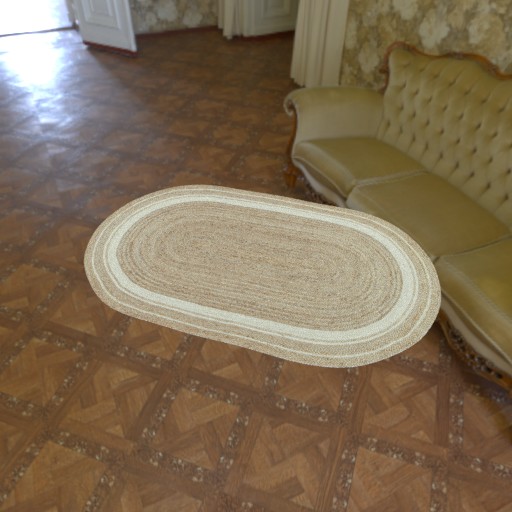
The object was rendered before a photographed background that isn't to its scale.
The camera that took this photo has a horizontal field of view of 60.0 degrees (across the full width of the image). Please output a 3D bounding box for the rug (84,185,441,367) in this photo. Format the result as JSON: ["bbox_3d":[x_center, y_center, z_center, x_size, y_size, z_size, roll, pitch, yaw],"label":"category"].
[{"bbox_3d":[0.000,0.000,3.054,2.432,0.006,1.520,12,43,13],"label":"rug"}]
